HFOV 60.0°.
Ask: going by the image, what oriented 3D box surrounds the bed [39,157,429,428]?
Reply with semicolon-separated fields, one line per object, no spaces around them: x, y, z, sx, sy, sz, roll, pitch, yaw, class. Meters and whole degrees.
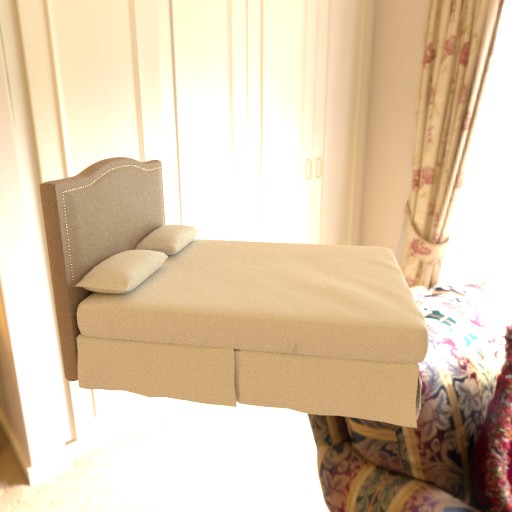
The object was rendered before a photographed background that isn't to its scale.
0.000;0.000;3.370;2.282;1.436;1.821;3;17;9;bed
